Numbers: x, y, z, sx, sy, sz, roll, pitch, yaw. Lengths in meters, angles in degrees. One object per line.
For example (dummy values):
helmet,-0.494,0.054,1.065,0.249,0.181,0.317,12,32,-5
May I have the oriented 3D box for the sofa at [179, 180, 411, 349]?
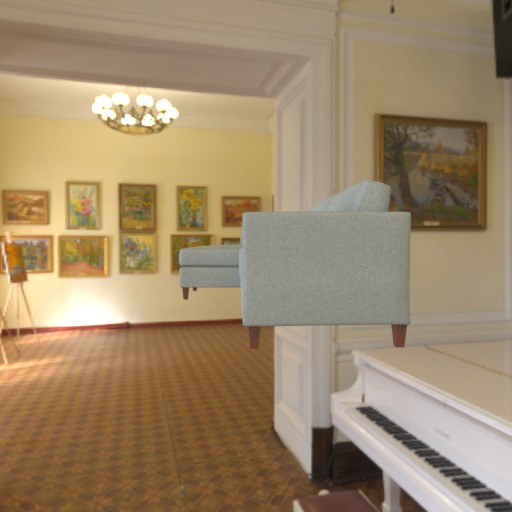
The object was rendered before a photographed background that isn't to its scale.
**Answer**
sofa,0.000,0.000,4.090,1.600,0.953,3.470,0,1,-2
